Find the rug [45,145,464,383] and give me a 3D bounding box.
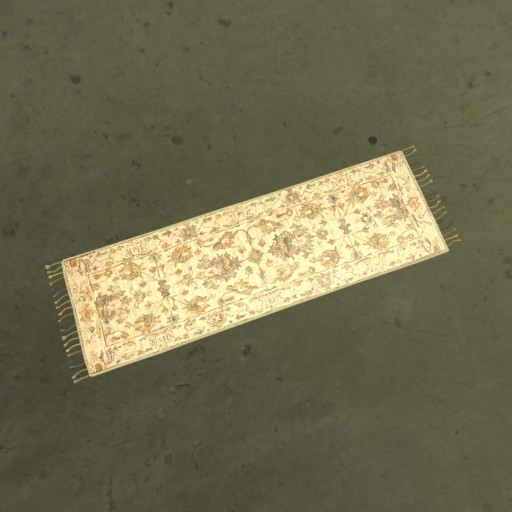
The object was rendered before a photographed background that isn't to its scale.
[{"bbox_3d":[0.000,0.000,2.678,2.438,0.021,0.729,-19,76,-5],"label":"rug"}]
